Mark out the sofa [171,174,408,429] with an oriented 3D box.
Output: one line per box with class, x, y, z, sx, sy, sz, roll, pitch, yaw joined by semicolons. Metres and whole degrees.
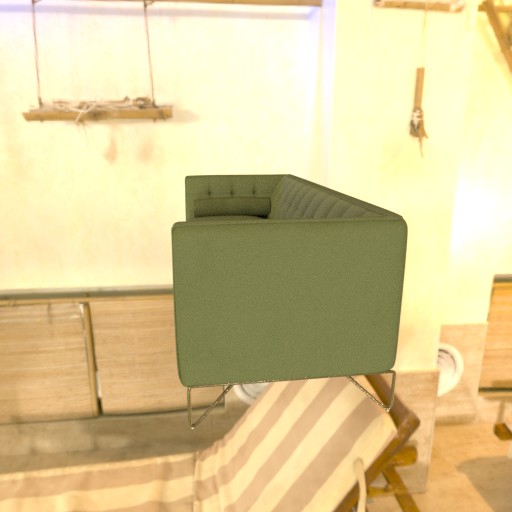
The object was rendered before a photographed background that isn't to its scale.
sofa;0.000;0.000;2.590;0.867;0.789;2.087;-2;15;-7
